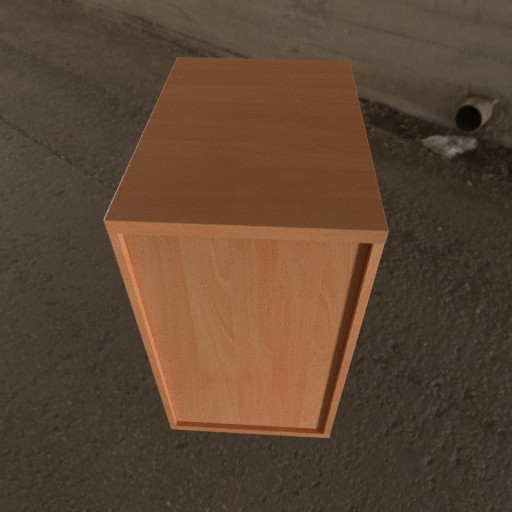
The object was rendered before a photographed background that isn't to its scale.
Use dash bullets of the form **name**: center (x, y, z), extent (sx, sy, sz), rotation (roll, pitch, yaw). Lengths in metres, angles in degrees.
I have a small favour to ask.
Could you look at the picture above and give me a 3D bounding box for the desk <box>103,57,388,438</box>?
- **desk**: center (0.000, 0.000, 1.095), extent (0.404, 0.730, 0.600), rotation (2, 46, 2)
